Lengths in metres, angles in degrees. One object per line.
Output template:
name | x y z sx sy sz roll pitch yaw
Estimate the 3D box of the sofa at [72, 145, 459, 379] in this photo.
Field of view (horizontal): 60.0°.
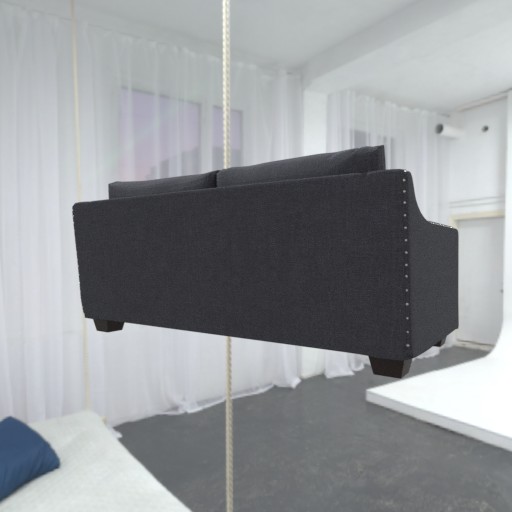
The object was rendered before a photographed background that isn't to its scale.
sofa | 0.000 0.000 3.261 2.550 1.196 1.336 0 1 34
